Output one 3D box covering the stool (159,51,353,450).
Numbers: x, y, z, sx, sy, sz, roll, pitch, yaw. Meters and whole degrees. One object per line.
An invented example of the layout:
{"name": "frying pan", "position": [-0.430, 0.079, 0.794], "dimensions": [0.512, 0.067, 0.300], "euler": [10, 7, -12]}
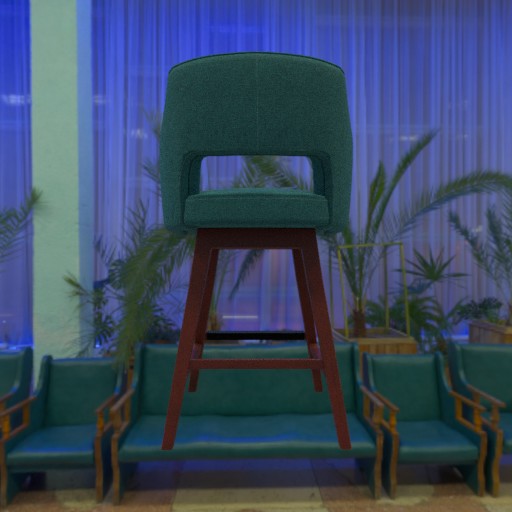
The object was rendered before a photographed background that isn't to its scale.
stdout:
{"name": "stool", "position": [0.000, 0.000, 1.302], "dimensions": [0.548, 0.961, 0.556], "euler": [0, 1, 0]}
